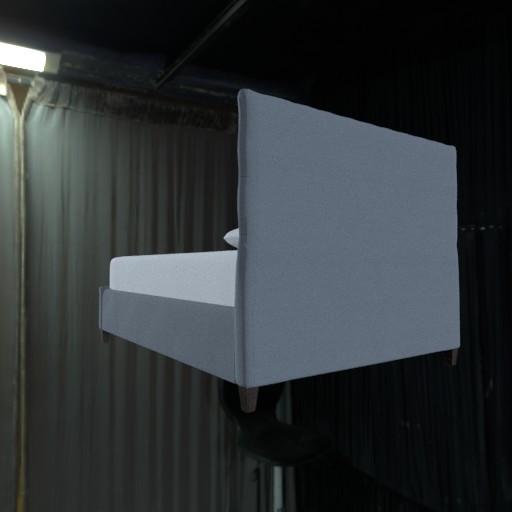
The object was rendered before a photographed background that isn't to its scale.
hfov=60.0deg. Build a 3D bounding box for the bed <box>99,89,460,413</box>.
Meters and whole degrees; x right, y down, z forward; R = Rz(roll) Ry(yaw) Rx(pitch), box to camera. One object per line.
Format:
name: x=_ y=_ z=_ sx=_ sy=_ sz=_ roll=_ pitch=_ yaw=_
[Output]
bed: x=0.000 y=0.000 z=3.303 sx=1.698 sy=1.427 sz=2.231 roll=1 pitch=-2 yaw=-35
